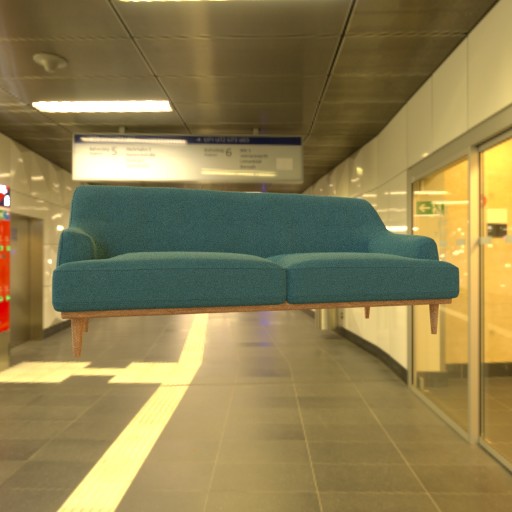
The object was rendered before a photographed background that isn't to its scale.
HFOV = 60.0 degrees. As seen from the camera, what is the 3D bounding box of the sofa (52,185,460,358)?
[{"bbox_3d":[0.000,0.000,2.545,2.057,0.871,0.978,0,0,-18],"label":"sofa"}]
